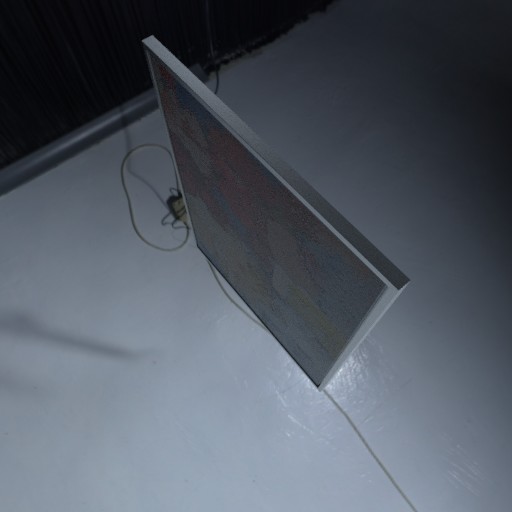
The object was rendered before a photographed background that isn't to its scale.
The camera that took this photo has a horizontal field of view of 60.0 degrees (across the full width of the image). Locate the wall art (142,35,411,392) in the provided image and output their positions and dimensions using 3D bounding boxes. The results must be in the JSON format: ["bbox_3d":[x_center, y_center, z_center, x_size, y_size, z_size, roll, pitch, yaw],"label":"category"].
[{"bbox_3d":[0.000,0.000,1.376,0.030,1.046,0.816,-36,69,-16],"label":"wall art"}]
